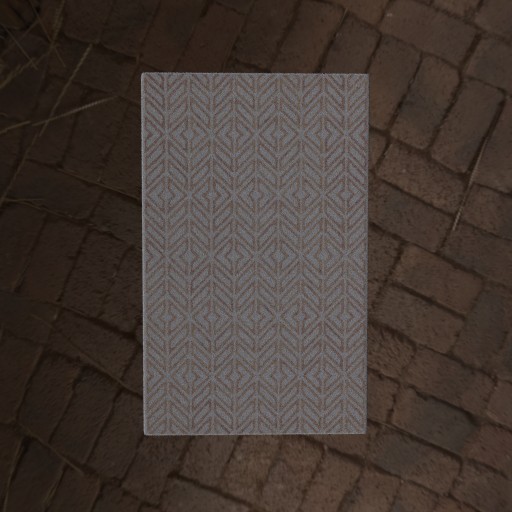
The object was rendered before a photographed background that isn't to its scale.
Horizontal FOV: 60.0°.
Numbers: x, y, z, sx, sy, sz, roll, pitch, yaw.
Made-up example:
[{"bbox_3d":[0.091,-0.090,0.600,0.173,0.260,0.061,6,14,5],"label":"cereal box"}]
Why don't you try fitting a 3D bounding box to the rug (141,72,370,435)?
[{"bbox_3d":[0.000,0.000,2.993,1.523,0.008,2.438,0,92,-1],"label":"rug"}]
